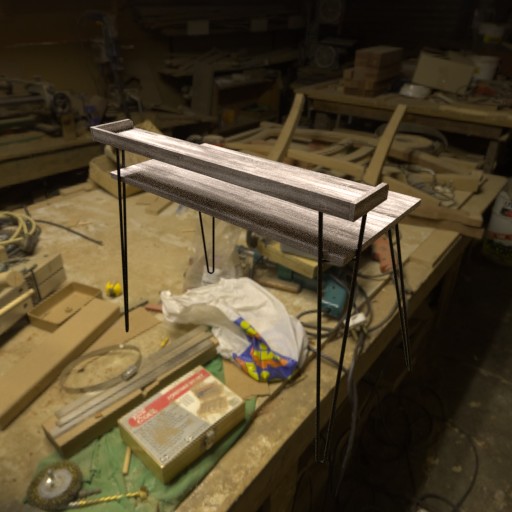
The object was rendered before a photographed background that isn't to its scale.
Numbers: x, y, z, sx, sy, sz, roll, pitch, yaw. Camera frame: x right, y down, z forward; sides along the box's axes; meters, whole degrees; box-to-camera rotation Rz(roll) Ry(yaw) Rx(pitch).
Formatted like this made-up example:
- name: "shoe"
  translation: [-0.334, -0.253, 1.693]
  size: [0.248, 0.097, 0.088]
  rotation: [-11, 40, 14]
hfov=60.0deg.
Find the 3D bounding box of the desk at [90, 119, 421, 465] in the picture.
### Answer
- name: "desk"
  translation: [0.000, 0.000, 1.657]
  size: [1.135, 0.899, 0.605]
  rotation: [23, 37, 34]
